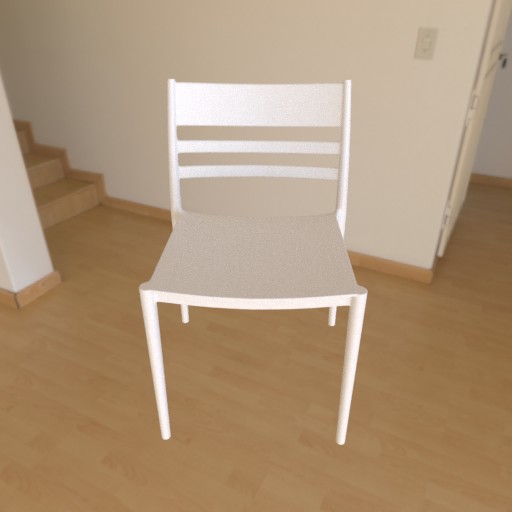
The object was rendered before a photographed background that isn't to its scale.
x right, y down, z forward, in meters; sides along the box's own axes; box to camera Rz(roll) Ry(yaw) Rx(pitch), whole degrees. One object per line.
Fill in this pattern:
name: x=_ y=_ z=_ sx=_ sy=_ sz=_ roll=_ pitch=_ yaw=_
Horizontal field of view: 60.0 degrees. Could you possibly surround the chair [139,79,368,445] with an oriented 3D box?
chair: x=0.000 y=0.000 z=1.147 sx=0.531 sy=0.800 sz=0.511 roll=1 pitch=30 yaw=2
